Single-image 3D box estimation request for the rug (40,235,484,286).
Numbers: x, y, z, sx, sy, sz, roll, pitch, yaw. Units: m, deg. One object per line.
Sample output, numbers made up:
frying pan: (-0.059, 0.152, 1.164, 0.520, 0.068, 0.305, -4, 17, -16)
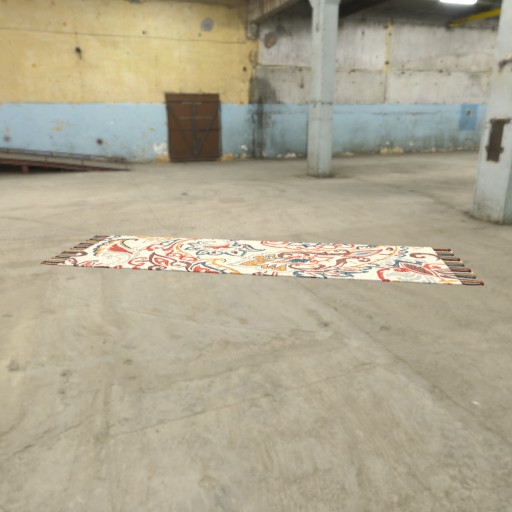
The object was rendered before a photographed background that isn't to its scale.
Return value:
rug: (0.000, 0.000, 2.998, 2.682, 0.015, 0.763, 2, 17, 8)
